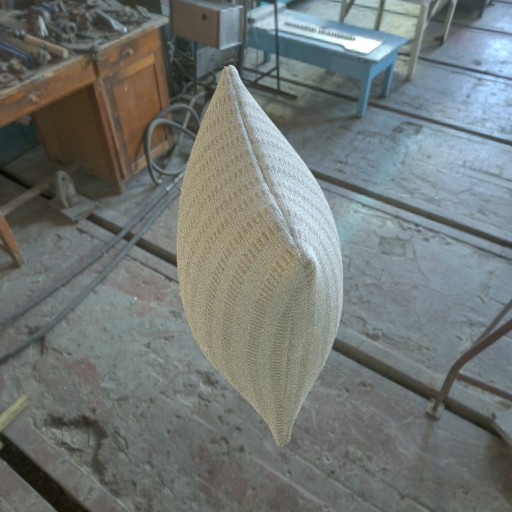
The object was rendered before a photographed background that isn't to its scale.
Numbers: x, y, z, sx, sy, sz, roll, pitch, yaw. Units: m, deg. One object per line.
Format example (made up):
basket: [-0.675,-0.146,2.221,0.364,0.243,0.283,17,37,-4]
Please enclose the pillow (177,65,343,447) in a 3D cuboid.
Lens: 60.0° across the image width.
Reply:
pillow: [0.000,0.000,0.687,0.247,0.419,0.438,-9,47,-8]
